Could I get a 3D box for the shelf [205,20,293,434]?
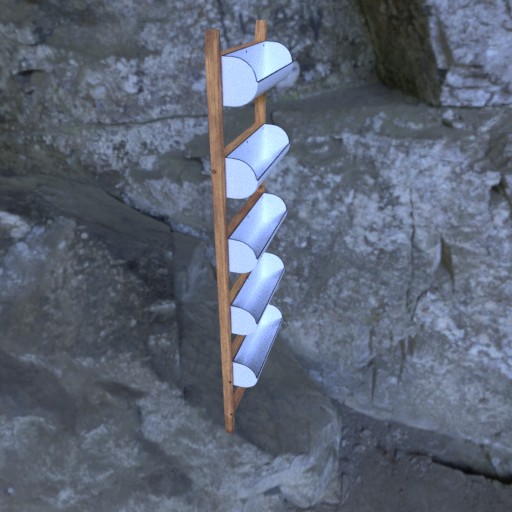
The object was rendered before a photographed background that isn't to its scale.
[{"bbox_3d":[0.000,0.000,1.726,0.141,1.600,0.454,9,32,15],"label":"shelf"}]
